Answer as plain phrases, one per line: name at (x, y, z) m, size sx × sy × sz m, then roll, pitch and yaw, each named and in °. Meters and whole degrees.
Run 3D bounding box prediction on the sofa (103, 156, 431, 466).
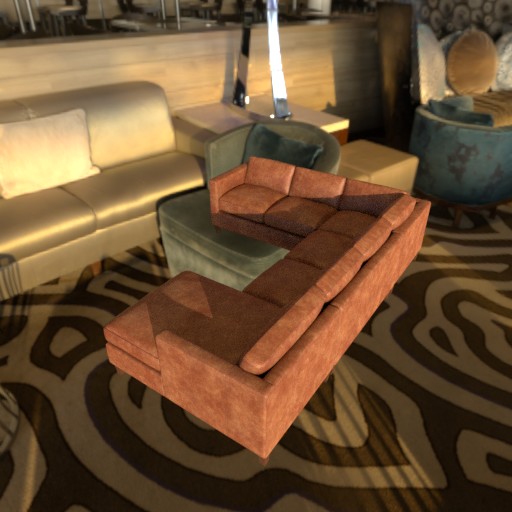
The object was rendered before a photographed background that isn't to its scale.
sofa at (0.000, 0.000, 4.504) m, size 2.452 × 0.888 × 3.324 m, roll 20°, pitch 37°, yaw 29°
